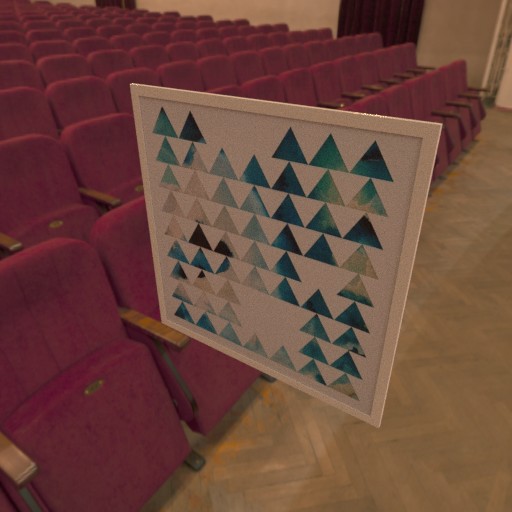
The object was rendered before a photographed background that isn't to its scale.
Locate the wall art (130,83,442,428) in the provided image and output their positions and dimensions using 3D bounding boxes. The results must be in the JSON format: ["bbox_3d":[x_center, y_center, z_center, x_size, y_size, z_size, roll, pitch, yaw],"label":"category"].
[{"bbox_3d":[0.000,0.000,1.199,0.809,0.809,0.012,19,35,29],"label":"wall art"}]
